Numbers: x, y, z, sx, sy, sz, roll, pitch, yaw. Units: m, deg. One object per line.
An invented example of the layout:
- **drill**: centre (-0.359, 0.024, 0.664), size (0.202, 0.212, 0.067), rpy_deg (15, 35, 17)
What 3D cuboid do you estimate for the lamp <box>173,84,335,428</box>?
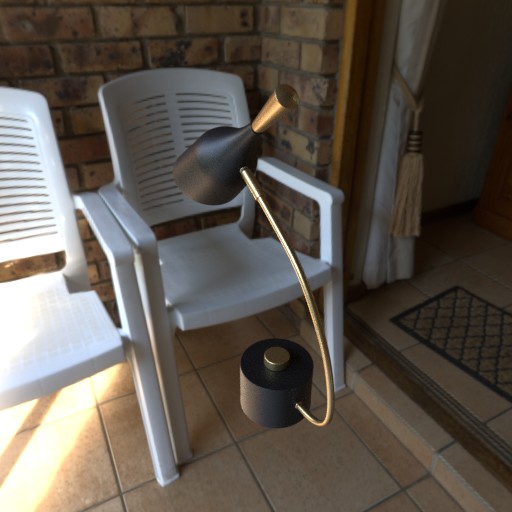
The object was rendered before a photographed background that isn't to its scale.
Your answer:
- **lamp**: centre (0.000, 0.000, 0.614), size (0.110, 0.464, 0.352), rpy_deg (-18, 35, -28)
